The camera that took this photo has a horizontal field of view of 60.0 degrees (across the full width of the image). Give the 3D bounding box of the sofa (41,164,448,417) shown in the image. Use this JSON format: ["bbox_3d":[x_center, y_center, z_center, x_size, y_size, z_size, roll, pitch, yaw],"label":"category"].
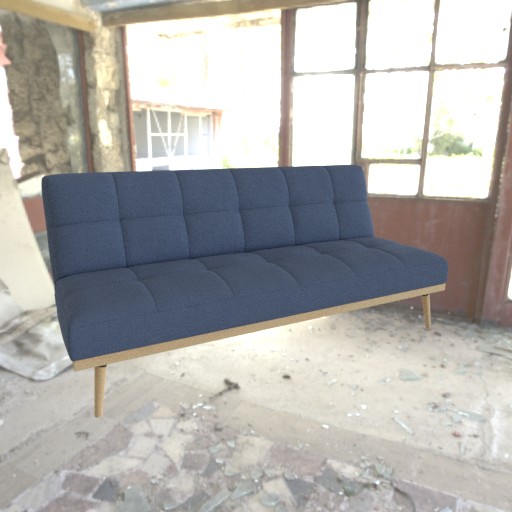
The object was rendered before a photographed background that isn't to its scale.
[{"bbox_3d":[0.000,0.000,2.145,1.800,0.800,0.796,-8,16,-27],"label":"sofa"}]
